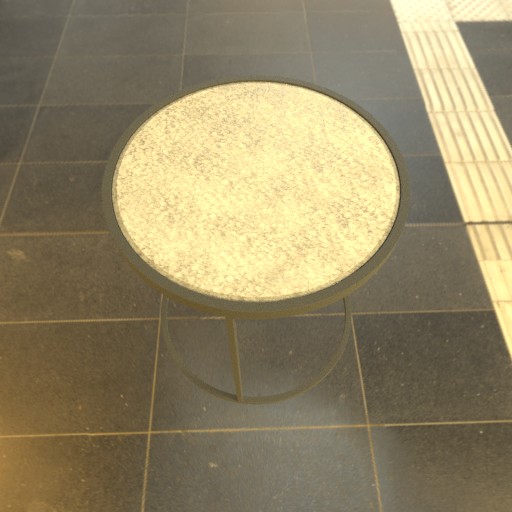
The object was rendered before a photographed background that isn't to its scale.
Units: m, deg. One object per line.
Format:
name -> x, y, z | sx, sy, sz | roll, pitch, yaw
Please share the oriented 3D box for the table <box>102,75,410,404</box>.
table -> 0.000, 0.000, 0.896 | 0.470, 0.498, 0.470 | 0, 59, 0
